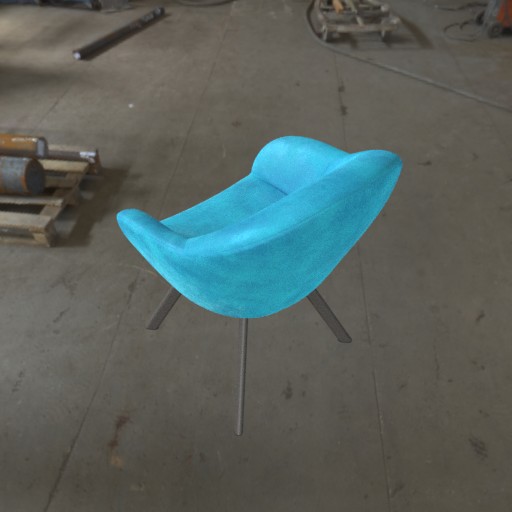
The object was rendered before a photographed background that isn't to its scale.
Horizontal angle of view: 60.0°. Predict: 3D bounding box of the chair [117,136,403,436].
[{"bbox_3d":[0.000,0.000,1.176,0.550,0.795,0.590,-32,53,-28],"label":"chair"}]
